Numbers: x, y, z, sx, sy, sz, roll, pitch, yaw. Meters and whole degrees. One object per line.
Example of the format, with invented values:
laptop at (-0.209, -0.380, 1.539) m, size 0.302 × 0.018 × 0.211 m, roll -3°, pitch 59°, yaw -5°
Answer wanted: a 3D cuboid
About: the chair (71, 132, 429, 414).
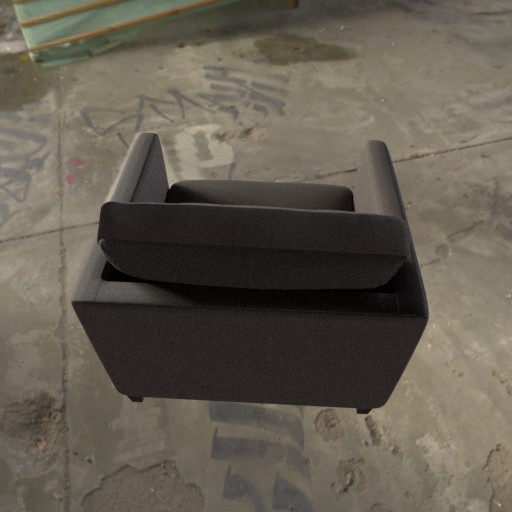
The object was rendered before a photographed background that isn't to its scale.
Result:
chair at (0.000, 0.000, 1.817) m, size 1.107 × 0.963 × 0.959 m, roll 2°, pitch 48°, yaw 2°
